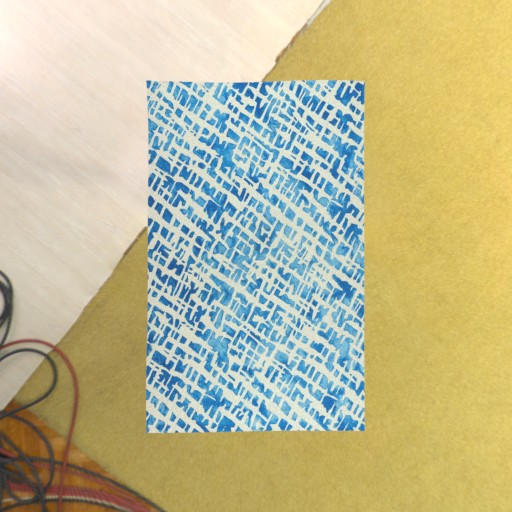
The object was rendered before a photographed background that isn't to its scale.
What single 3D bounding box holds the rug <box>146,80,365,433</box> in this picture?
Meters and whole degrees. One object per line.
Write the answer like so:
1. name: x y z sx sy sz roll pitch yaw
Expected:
1. rug: 0.000 0.000 3.079 1.520 0.011 2.447 0 90 -1
